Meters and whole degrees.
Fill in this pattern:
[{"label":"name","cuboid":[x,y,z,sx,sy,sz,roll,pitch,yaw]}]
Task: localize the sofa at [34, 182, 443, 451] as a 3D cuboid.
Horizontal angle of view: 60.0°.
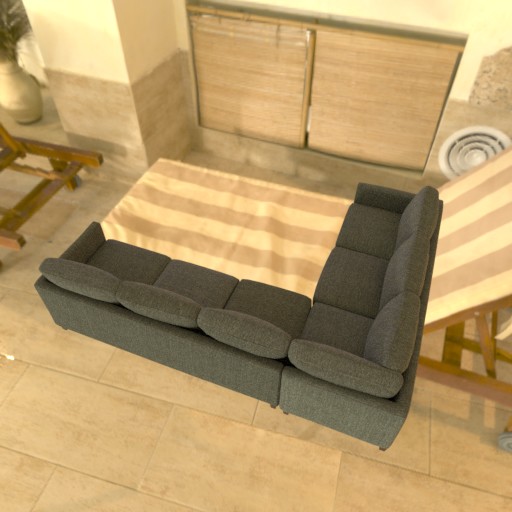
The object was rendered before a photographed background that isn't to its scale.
[{"label":"sofa","cuboid":[0.000,0.000,4.469,3.302,0.947,2.593,16,49,15]}]
